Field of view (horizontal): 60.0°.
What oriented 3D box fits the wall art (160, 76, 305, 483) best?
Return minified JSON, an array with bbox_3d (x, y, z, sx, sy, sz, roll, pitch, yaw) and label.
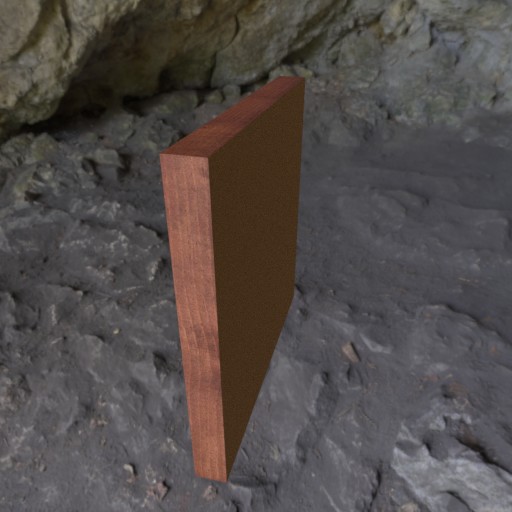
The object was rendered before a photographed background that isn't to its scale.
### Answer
[{"bbox_3d":[0.000,0.000,0.578,0.038,0.385,0.386,8,31,14],"label":"wall art"}]
